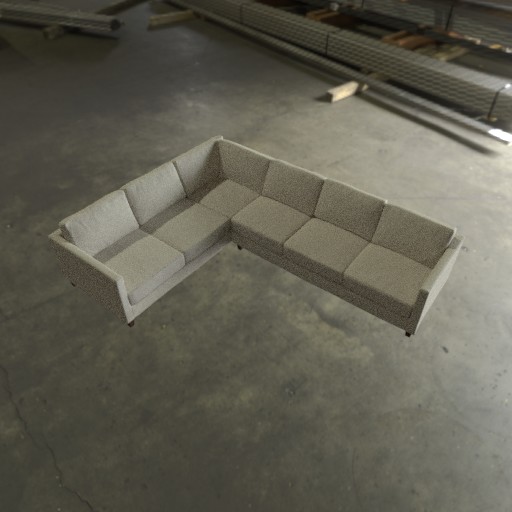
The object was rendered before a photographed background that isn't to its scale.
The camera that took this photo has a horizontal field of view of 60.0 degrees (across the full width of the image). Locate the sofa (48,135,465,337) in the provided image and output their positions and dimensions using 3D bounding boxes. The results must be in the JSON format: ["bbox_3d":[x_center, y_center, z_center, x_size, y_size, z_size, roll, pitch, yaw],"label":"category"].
[{"bbox_3d":[0.000,0.000,4.376,3.182,0.863,2.432,27,49,27],"label":"sofa"}]
